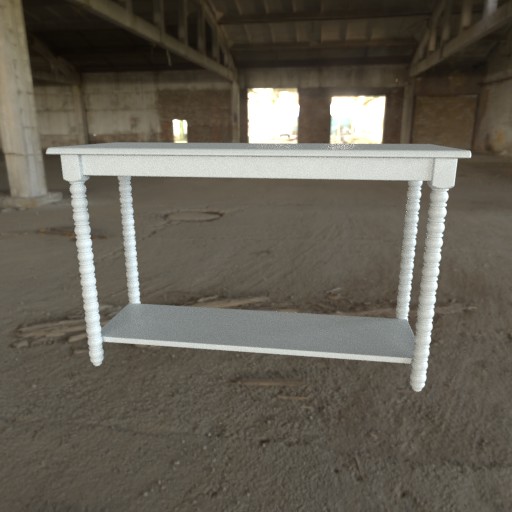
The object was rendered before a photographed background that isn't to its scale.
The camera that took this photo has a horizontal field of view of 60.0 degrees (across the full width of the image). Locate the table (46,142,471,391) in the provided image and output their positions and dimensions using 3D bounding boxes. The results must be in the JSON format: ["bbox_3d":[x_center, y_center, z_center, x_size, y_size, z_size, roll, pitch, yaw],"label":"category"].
[{"bbox_3d":[0.000,0.000,1.530,1.184,0.740,0.459,2,16,8],"label":"table"}]
